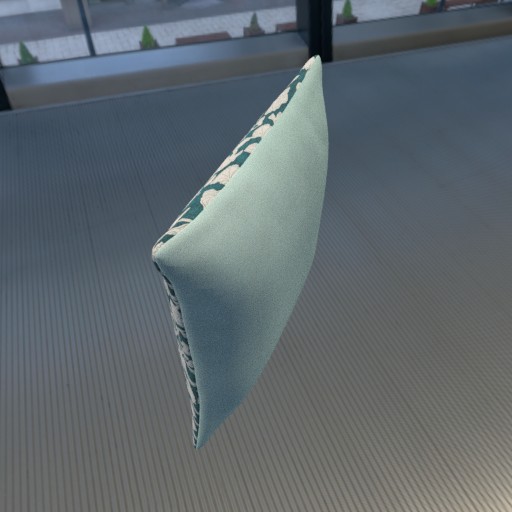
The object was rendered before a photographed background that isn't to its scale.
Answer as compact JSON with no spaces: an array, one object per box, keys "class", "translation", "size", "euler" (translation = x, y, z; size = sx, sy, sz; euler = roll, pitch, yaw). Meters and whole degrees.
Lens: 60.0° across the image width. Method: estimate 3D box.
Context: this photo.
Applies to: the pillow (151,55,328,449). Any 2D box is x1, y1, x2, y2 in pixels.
[{"class":"pillow","translation":[0.000,0.000,0.778],"size":[0.166,0.508,0.525],"euler":[17,48,16]}]
